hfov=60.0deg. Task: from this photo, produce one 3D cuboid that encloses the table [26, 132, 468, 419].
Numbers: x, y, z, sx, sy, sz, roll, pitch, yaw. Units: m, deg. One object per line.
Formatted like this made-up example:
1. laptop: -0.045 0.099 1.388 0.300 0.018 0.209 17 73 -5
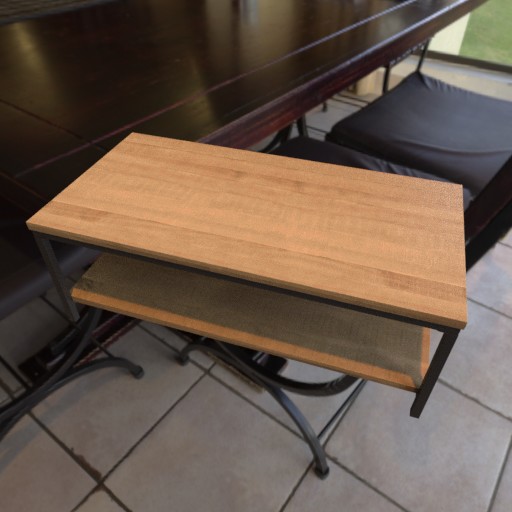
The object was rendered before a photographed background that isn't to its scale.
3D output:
1. table: 0.000 0.000 1.370 1.100 0.399 0.551 12 43 14
